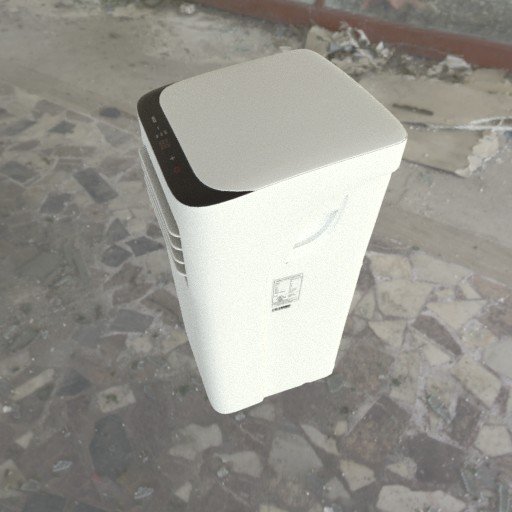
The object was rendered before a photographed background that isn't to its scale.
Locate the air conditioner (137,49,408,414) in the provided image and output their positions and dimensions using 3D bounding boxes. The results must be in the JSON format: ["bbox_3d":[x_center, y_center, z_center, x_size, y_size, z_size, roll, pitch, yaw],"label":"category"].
[{"bbox_3d":[0.000,0.000,0.948,0.369,0.716,0.352,-16,48,-15],"label":"air conditioner"}]
